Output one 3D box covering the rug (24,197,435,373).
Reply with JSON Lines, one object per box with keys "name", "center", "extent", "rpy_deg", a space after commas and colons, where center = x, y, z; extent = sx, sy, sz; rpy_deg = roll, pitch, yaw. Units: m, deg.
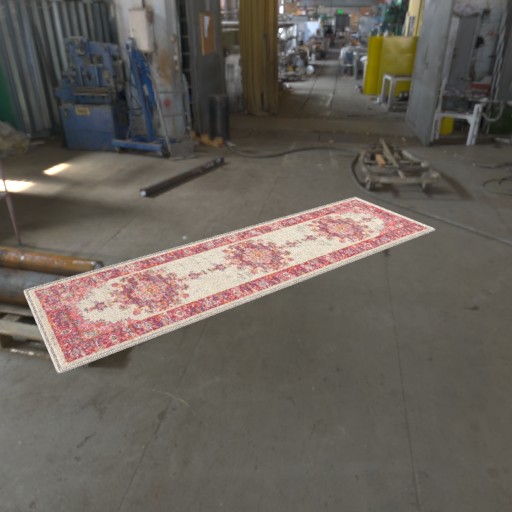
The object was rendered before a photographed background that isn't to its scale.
{"name": "rug", "center": [0.000, 0.000, 1.984], "extent": [1.824, 0.009, 0.562], "rpy_deg": [-18, 33, -30]}
